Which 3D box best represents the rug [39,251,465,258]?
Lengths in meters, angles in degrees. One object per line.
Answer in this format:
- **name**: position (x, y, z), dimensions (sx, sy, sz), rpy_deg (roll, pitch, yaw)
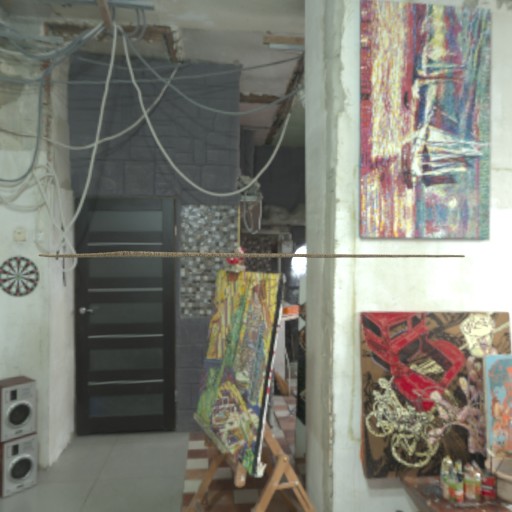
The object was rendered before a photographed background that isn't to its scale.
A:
- **rug**: position (0.000, 0.000, 2.272), dimensions (1.822, 0.018, 1.211), rpy_deg (0, 0, -36)
